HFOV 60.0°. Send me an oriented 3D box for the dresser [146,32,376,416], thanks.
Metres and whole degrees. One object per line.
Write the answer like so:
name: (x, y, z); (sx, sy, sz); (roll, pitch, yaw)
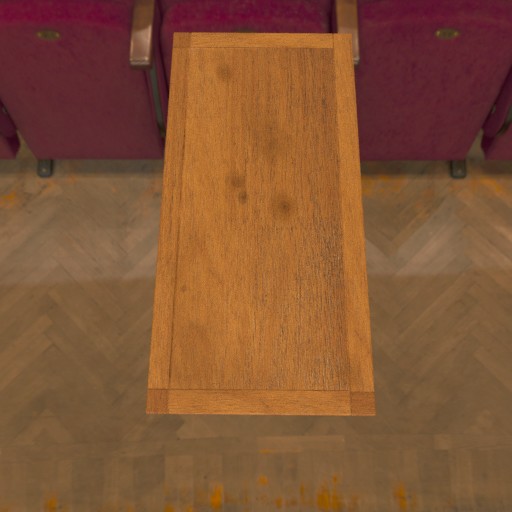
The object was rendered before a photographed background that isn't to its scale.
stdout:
dresser: (0.000, 0.000, 1.261); (0.427, 0.804, 0.804); (0, 74, 0)
